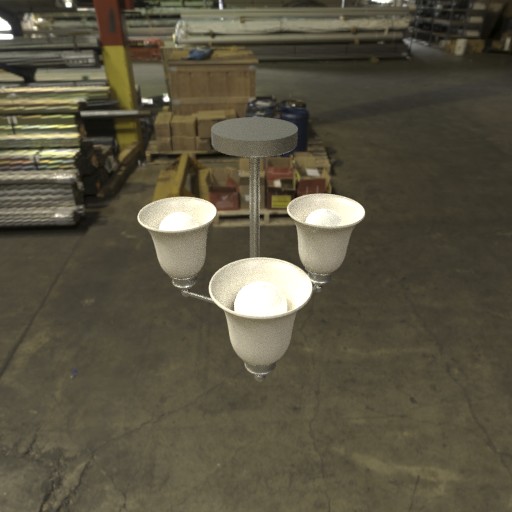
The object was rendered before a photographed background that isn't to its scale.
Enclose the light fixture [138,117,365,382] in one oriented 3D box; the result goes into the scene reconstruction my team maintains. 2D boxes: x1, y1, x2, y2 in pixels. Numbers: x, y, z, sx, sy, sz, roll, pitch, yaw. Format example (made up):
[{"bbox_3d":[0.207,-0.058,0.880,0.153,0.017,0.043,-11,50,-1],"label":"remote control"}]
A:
[{"bbox_3d":[0.000,0.000,0.679,0.388,0.370,0.354,-2,31,-3],"label":"light fixture"}]
